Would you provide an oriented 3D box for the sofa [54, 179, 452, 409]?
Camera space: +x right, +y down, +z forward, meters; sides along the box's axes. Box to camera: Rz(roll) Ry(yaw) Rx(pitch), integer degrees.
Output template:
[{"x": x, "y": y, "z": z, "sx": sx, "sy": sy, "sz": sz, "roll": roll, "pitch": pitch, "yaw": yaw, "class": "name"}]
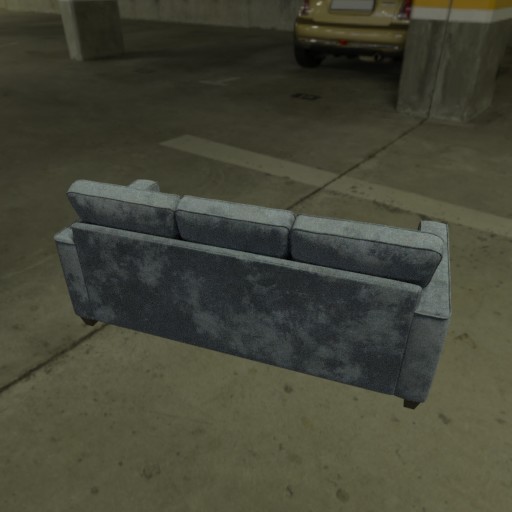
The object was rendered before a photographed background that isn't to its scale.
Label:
[{"x": 0.000, "y": 0.000, "z": 2.660, "sx": 2.133, "sy": 0.965, "sz": 0.939, "roll": 10, "pitch": 34, "yaw": 16, "class": "sofa"}]
